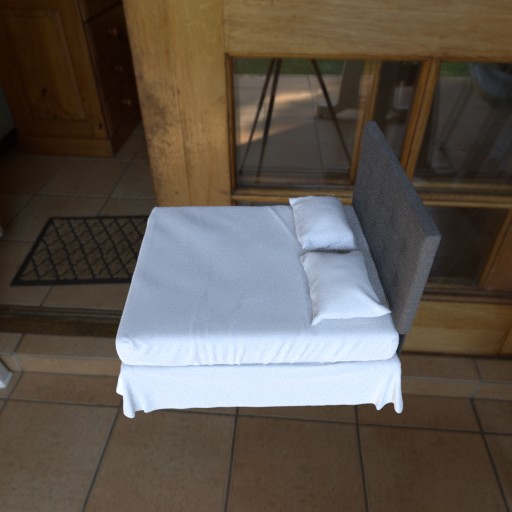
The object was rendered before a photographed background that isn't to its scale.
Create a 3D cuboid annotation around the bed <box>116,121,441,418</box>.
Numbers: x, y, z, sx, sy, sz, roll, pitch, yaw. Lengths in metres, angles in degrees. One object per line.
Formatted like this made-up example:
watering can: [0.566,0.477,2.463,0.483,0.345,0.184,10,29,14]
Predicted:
bed: [0.000,0.000,3.570,2.222,1.577,1.936,-1,39,-1]
